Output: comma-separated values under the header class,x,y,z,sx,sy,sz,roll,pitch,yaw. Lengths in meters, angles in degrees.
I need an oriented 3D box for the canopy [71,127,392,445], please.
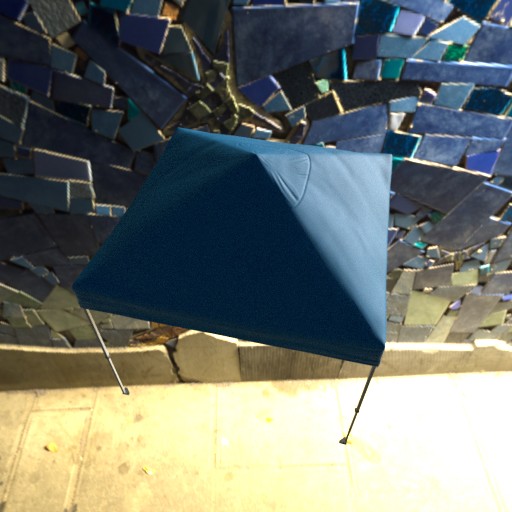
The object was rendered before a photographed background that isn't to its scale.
class,x,y,z,sx,sy,sz,roll,pitch,yaw
canopy,0.000,0.000,5.564,2.998,2.997,2.996,10,48,9
